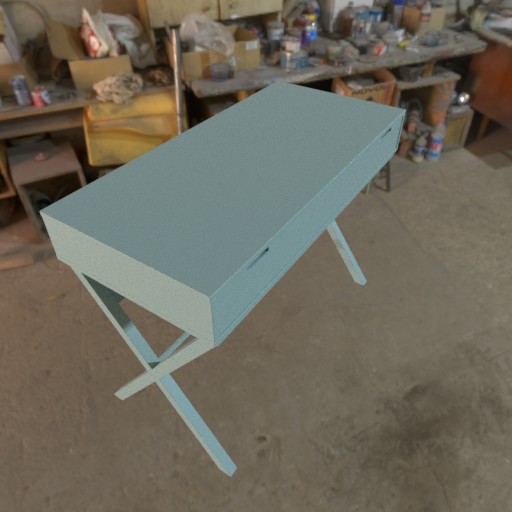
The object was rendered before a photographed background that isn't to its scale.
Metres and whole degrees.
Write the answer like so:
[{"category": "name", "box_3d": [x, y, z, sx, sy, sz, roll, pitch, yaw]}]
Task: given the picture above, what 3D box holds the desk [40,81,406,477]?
[{"category": "desk", "box_3d": [0.000, 0.000, 1.511, 0.509, 0.780, 1.059, 24, 46, 25]}]
